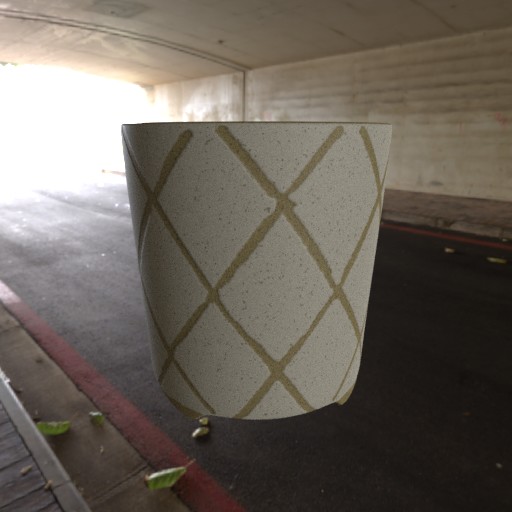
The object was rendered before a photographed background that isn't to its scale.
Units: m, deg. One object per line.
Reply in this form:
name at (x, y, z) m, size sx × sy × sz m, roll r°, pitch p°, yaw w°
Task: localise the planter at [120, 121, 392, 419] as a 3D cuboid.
planter at (0.000, 0.000, 0.350) m, size 0.191 × 0.199 × 0.191 m, roll 0°, pitch 16°, yaw 0°
